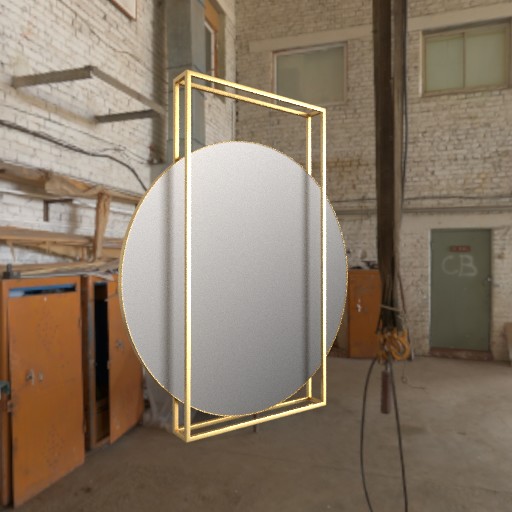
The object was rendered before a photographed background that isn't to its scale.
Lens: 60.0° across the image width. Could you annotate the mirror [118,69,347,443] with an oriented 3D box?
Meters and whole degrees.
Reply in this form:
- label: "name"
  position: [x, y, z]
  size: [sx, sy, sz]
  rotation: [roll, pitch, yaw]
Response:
- label: "mirror"
  position: [0.000, 0.000, 0.829]
  size: [0.508, 0.603, 0.051]
  rotation: [0, -1, -36]
